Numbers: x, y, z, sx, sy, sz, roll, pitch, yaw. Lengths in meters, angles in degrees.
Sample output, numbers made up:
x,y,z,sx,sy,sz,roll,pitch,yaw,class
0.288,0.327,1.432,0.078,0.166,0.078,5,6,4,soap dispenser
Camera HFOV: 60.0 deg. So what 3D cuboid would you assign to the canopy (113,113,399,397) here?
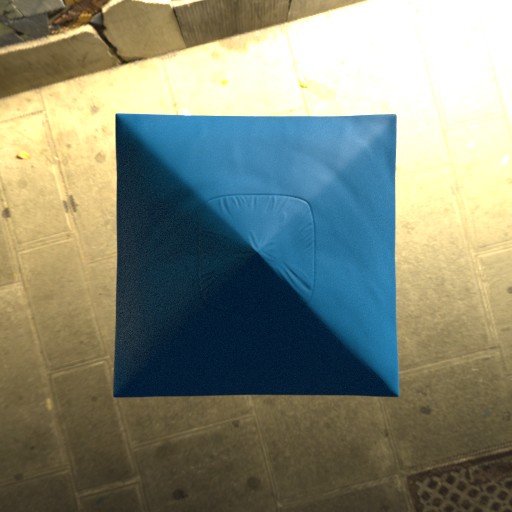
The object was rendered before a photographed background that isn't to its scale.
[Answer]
x,y,z,sx,sy,sz,roll,pitch,yaw,class
0.000,0.000,5.375,2.998,2.997,2.996,0,89,0,canopy
